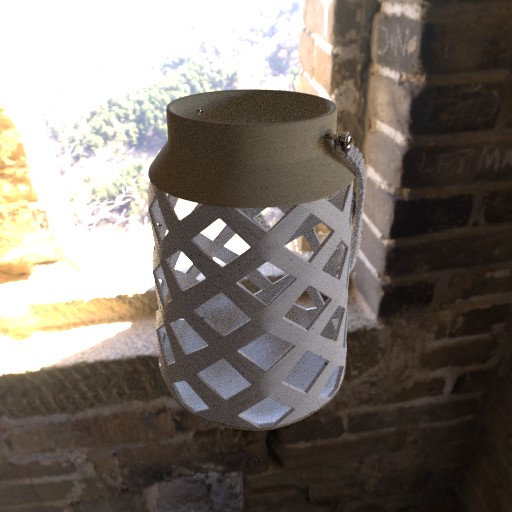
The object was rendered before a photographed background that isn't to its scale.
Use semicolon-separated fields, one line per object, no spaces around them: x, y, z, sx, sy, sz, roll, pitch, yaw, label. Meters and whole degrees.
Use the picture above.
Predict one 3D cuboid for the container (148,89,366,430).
0.000;0.000;0.397;0.188;0.264;0.198;21;36;32;container
